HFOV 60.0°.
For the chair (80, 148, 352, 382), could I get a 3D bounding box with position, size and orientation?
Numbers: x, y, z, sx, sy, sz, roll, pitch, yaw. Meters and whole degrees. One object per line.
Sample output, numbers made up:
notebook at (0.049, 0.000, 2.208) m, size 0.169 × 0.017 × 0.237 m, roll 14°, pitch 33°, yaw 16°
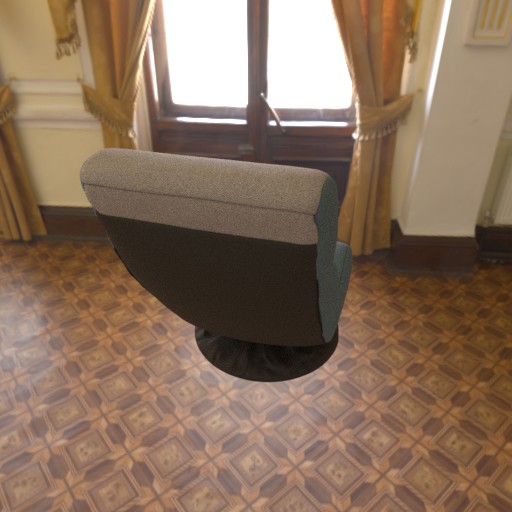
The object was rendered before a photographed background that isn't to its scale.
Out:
chair at (0.000, 0.000, 1.043) m, size 0.420 × 0.641 × 0.661 m, roll 9°, pitch 32°, yaw 15°
